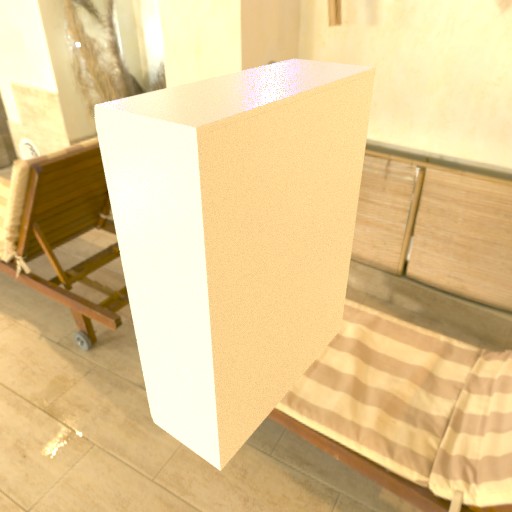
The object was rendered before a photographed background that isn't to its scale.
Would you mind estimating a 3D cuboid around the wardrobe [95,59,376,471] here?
[{"bbox_3d":[0.000,0.000,1.615,0.360,1.200,0.900,21,38,30],"label":"wardrobe"}]
